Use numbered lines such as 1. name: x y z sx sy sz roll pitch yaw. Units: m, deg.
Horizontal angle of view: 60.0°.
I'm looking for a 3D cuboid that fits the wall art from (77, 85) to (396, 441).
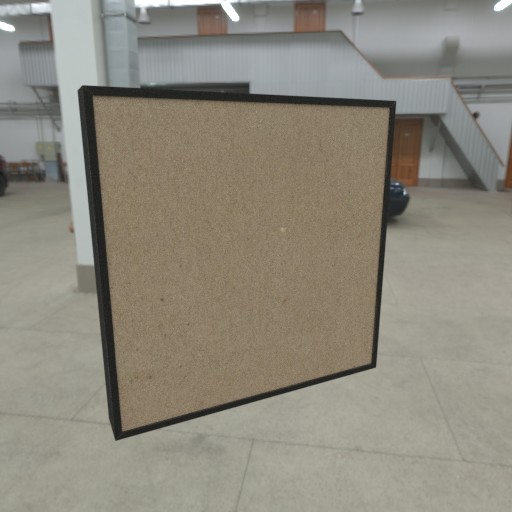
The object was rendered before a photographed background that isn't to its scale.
1. wall art: 0.000 0.000 0.447 0.305 0.305 0.038 -7 16 -25
